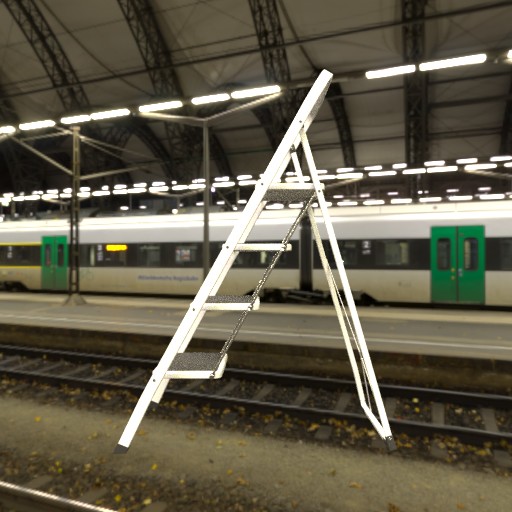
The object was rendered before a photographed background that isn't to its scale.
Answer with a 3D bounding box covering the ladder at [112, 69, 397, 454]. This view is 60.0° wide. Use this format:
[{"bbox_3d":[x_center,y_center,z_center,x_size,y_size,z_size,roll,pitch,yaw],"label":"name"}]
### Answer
[{"bbox_3d":[0.000,0.000,1.641,0.914,1.265,0.460,0,0,0],"label":"ladder"}]
